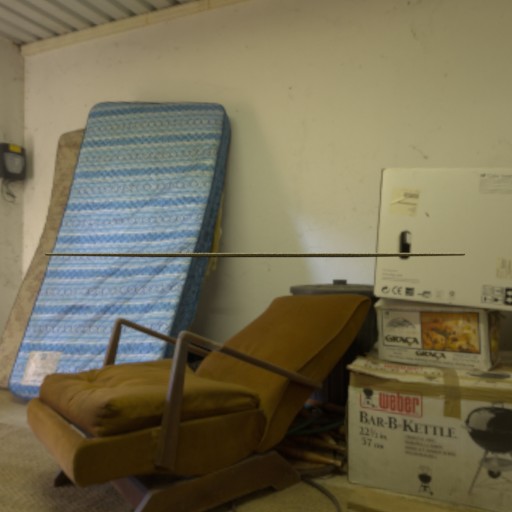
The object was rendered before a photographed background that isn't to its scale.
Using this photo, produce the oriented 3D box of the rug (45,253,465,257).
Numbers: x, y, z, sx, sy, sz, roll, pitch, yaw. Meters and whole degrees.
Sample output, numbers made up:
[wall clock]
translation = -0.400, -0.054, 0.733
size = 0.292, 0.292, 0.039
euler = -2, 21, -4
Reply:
[rug]
translation = 0.000, 0.000, 4.088
size = 2.441, 0.015, 3.050
euler = 0, 0, 0
